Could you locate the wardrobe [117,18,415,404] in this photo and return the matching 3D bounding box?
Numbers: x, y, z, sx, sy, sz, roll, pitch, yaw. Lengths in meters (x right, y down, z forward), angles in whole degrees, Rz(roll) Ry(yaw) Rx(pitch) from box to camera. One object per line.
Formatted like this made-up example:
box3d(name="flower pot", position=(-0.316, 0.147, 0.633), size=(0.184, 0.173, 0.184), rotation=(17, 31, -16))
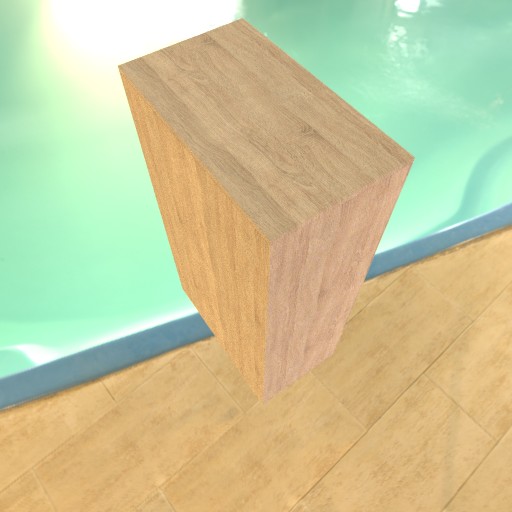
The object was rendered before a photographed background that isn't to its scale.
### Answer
box3d(name="wardrobe", position=(0.000, 0.000, 2.394), size=(0.600, 1.960, 1.000), rotation=(-30, 62, -18))
